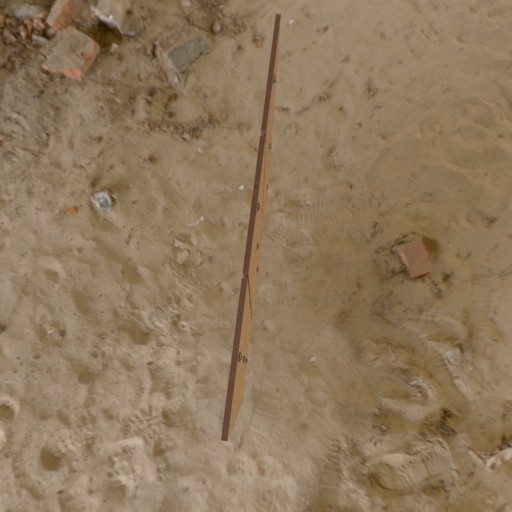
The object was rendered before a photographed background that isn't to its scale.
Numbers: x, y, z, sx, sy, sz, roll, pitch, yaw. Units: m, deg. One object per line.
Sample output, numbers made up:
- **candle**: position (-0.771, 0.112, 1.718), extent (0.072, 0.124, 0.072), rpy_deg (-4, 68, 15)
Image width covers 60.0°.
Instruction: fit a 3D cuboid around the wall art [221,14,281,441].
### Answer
- **wall art**: position (0.000, 0.000, 1.793), extent (0.024, 1.218, 1.221), rpy_deg (7, 76, 2)
